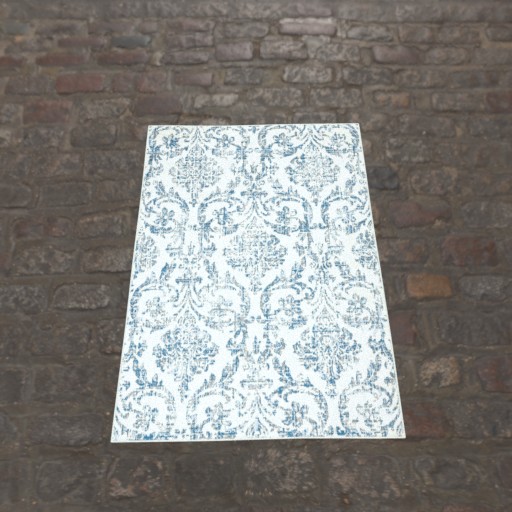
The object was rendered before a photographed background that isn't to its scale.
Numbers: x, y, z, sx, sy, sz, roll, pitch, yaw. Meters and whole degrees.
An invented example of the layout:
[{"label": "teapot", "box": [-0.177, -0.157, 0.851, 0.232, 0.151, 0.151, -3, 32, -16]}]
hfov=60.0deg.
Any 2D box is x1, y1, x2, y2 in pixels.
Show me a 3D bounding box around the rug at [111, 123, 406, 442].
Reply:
[{"label": "rug", "box": [0.000, 0.000, 2.855, 1.586, 0.014, 2.197, -1, 64, 0]}]
